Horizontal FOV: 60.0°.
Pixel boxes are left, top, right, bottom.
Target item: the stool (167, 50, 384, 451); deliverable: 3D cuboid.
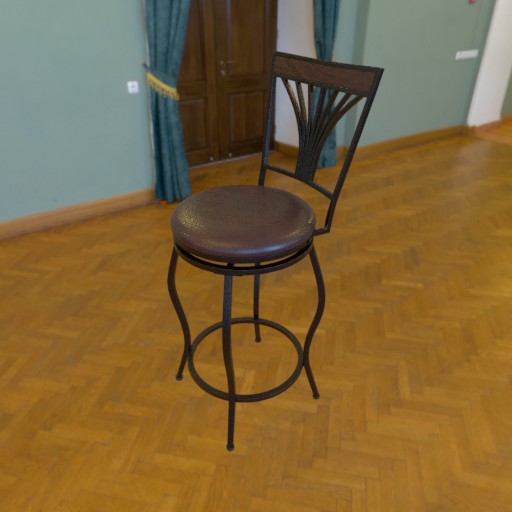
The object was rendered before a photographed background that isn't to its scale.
[{"bbox_3d":[0.000,0.000,1.396,0.514,1.117,0.433,-20,36,-29],"label":"stool"}]
